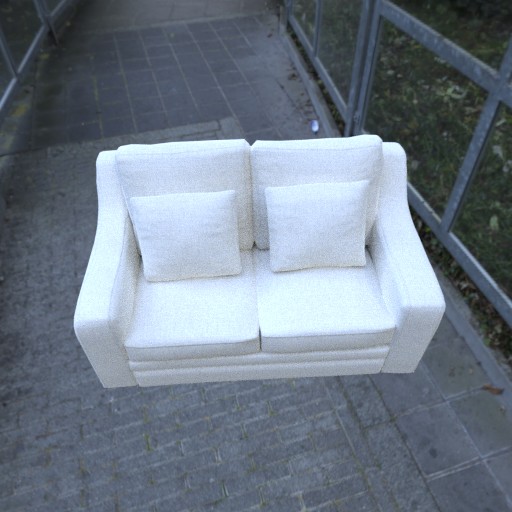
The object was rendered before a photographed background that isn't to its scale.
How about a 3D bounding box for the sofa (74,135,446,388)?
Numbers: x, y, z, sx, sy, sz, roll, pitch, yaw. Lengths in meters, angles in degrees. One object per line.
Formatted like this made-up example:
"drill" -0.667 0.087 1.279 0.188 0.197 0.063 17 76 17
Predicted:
"sofa" 0.000 0.000 2.387 1.744 1.047 1.040 -2 46 -2
